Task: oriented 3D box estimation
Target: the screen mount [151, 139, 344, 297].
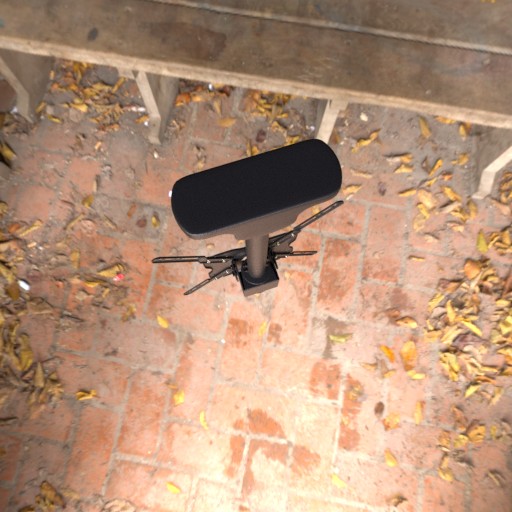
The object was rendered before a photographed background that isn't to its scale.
[{"bbox_3d":[0.000,0.000,0.890,0.393,0.729,0.090,-18,77,-4],"label":"screen mount"}]
